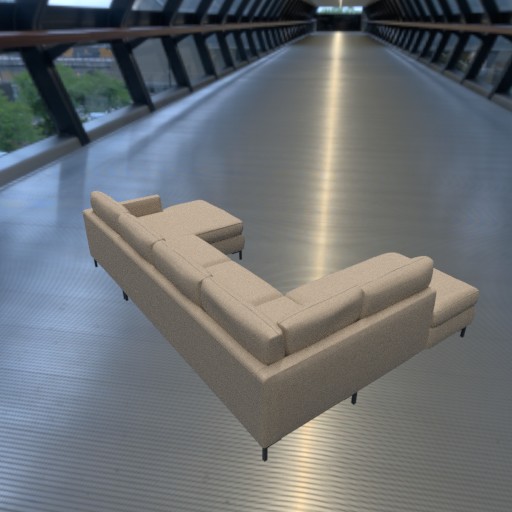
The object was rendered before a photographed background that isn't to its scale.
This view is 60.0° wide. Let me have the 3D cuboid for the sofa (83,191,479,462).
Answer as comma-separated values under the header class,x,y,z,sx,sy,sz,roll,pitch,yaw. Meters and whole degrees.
class,x,y,z,sx,sy,sz,roll,pitch,yaw
sofa,0.000,0.000,3.547,1.879,0.756,2.737,-18,32,-32
